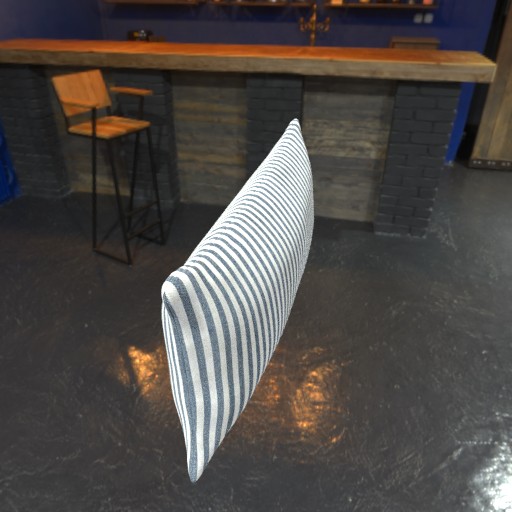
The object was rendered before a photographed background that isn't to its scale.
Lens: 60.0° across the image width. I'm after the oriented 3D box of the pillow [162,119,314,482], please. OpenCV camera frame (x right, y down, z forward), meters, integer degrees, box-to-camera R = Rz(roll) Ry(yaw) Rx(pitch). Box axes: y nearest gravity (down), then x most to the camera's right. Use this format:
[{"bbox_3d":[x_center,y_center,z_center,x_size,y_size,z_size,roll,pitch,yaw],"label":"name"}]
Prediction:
[{"bbox_3d":[0.000,0.000,0.716,0.151,0.295,0.617,8,32,13],"label":"pillow"}]
